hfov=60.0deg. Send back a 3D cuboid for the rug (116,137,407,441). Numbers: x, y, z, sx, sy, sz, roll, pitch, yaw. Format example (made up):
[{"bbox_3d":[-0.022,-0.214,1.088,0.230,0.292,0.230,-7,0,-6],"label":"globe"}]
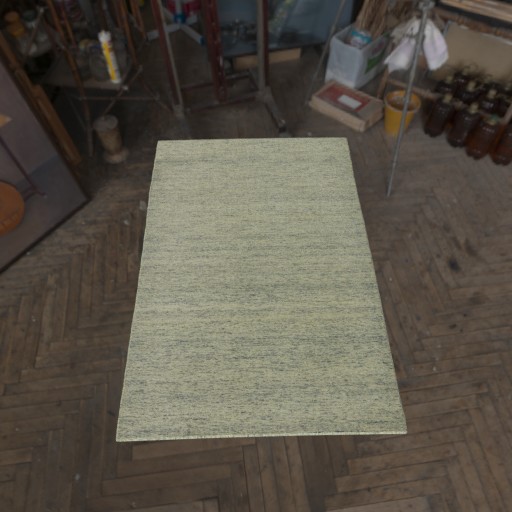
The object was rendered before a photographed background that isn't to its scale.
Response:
[{"bbox_3d":[0.000,0.000,2.385,1.243,0.014,1.846,-1,56,-1],"label":"rug"}]
